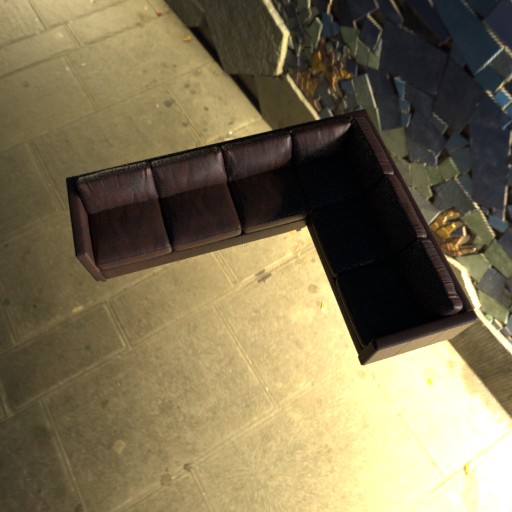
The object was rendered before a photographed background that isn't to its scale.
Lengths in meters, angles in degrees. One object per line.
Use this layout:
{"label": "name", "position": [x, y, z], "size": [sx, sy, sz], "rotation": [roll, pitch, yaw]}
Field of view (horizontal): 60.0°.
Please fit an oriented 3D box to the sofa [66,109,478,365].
{"label": "sofa", "position": [0.000, 0.000, 4.233], "size": [3.152, 0.836, 2.438], "rotation": [-15, 65, -7]}
